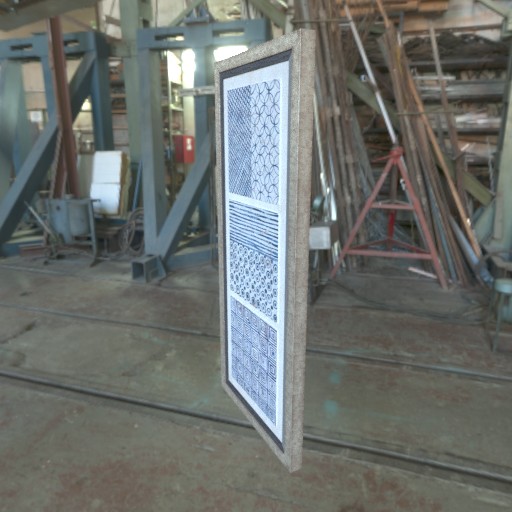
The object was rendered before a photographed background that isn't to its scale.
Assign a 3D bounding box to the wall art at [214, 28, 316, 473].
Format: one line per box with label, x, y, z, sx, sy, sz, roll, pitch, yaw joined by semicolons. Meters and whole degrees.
wall art;0.000;0.000;1.701;0.051;1.461;0.648;-7;17;-26
